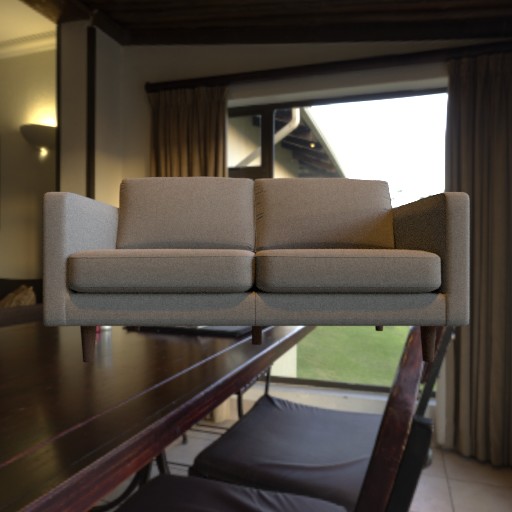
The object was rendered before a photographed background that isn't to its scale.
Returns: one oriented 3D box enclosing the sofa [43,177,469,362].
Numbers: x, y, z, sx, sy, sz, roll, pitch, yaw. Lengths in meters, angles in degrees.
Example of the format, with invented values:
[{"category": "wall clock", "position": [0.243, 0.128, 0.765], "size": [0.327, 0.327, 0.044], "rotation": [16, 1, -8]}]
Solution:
[{"category": "sofa", "position": [0.000, 0.000, 2.243], "size": [1.731, 0.900, 1.000], "rotation": [0, 0, 0]}]
